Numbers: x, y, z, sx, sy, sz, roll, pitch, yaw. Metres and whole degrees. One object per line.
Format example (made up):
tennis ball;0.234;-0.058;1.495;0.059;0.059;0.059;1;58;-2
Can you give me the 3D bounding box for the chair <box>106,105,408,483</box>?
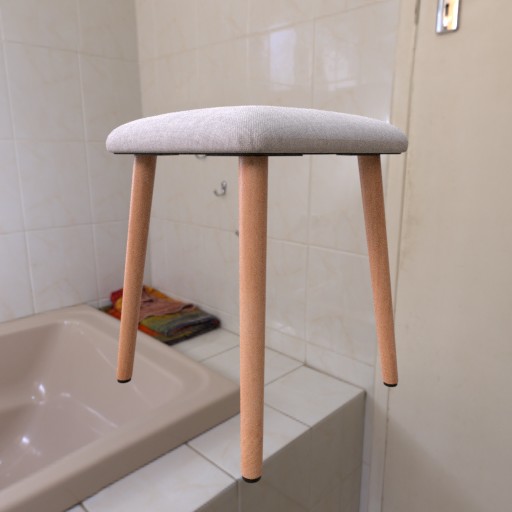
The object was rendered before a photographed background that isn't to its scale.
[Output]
chair;0.000;0.000;0.707;0.350;0.440;0.350;-12;18;-42
